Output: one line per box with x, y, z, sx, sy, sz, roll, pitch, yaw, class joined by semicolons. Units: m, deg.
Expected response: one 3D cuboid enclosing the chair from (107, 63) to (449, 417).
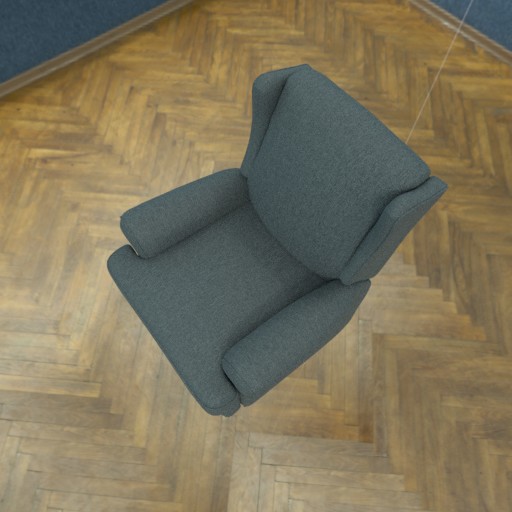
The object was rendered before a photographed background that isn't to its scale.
0.000;0.000;1.695;0.969;1.011;0.847;-35;69;-15;chair
